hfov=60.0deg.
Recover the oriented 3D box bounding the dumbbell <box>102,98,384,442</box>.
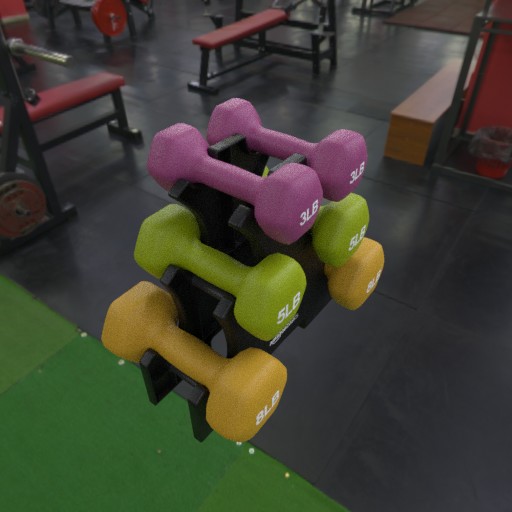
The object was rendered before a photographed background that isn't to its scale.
[{"bbox_3d":[0.000,0.000,0.466,0.190,0.271,0.300,27,47,28],"label":"dumbbell"}]
